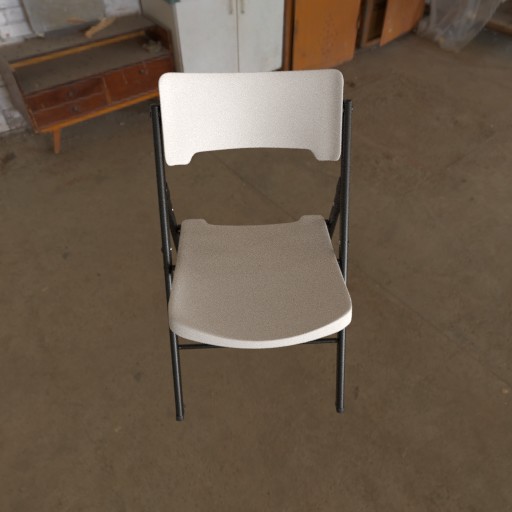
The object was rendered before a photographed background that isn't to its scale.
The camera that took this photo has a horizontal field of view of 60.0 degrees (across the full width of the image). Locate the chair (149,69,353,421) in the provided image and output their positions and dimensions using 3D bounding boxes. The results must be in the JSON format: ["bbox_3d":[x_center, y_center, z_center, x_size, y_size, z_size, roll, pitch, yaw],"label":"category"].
[{"bbox_3d":[0.000,0.000,1.148,0.482,0.765,0.577,-2,47,-2],"label":"chair"}]
